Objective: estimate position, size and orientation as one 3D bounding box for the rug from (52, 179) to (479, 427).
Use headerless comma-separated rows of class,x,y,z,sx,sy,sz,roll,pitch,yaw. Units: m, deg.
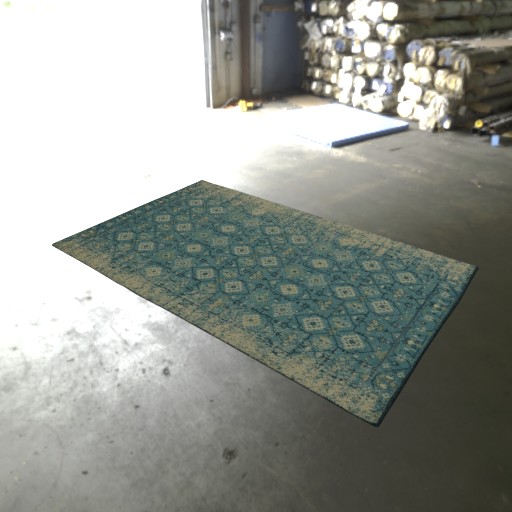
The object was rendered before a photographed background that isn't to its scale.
rug,0.000,0.000,2.958,2.449,0.015,1.530,22,38,31
